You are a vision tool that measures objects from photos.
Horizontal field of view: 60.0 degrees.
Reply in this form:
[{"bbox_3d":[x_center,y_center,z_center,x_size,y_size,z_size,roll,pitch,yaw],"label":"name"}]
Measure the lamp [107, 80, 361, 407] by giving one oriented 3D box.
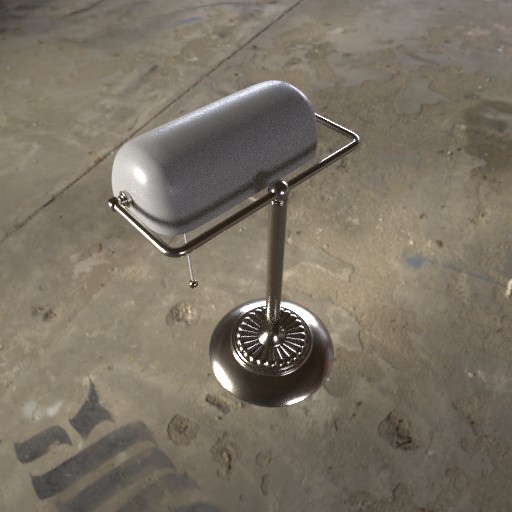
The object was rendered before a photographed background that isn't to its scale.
[{"bbox_3d":[0.000,0.000,0.530,0.264,0.339,0.243,-35,56,-28],"label":"lamp"}]
